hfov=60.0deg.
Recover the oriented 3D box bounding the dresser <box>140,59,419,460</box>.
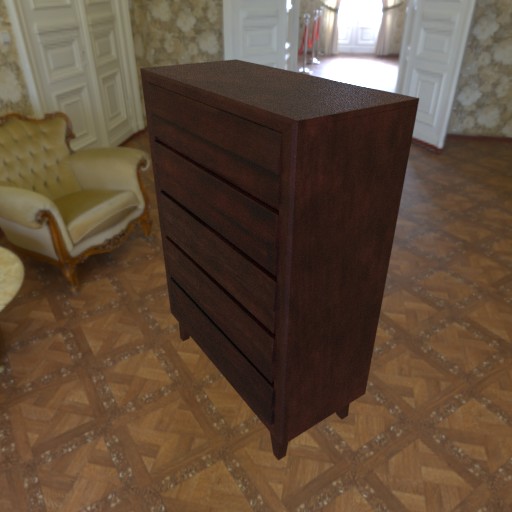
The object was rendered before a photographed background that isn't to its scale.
[{"bbox_3d":[0.000,0.000,2.033,0.506,1.514,1.072,-20,36,-29],"label":"dresser"}]
